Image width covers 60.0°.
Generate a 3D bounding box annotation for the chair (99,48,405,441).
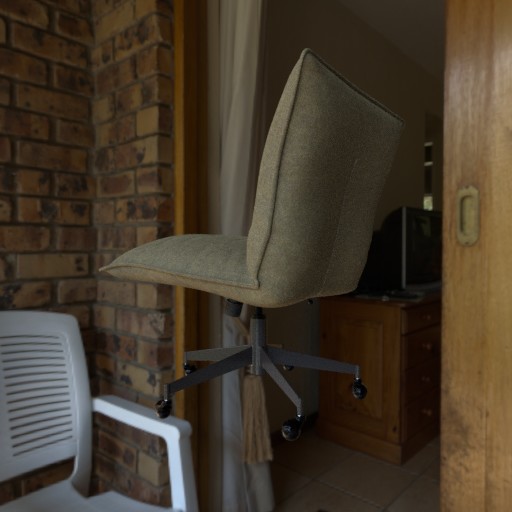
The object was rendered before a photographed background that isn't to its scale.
[{"bbox_3d":[0.000,0.000,1.276,0.696,0.811,0.597,1,2,36],"label":"chair"}]
